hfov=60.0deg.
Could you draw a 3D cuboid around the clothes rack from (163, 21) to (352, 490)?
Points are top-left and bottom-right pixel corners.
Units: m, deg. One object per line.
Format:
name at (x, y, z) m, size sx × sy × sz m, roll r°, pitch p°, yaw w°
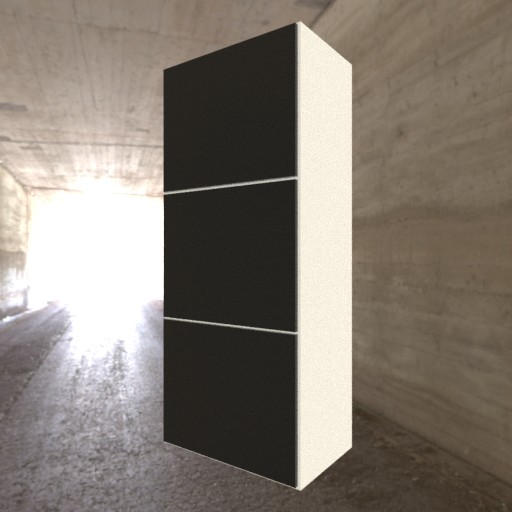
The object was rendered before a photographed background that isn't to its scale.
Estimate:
clothes rack at (0.000, 0.000, 1.392) m, size 0.500 × 1.187 × 0.330 m, roll 0°, pitch 0°, yaw 36°
